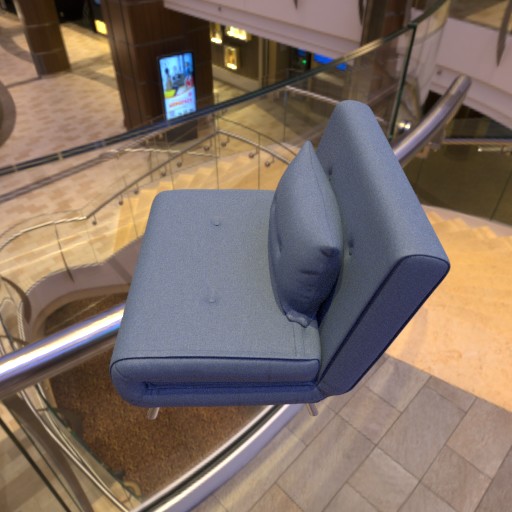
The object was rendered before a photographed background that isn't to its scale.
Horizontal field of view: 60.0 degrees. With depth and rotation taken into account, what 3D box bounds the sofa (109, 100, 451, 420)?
[{"bbox_3d":[0.000,0.000,1.750,0.996,0.860,0.999,-1,42,-1],"label":"sofa"}]
